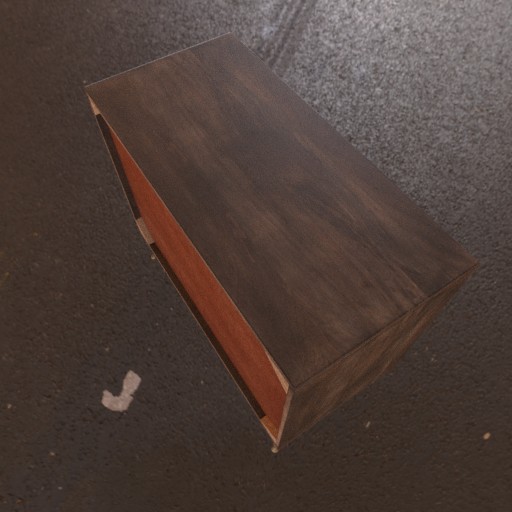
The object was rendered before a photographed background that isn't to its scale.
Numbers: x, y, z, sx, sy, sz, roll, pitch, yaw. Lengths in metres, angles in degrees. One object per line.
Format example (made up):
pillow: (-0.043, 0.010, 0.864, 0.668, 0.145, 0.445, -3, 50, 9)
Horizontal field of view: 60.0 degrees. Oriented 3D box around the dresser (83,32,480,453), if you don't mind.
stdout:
dresser: (0.000, 0.000, 1.339, 0.453, 0.801, 0.923, -29, 63, -17)
